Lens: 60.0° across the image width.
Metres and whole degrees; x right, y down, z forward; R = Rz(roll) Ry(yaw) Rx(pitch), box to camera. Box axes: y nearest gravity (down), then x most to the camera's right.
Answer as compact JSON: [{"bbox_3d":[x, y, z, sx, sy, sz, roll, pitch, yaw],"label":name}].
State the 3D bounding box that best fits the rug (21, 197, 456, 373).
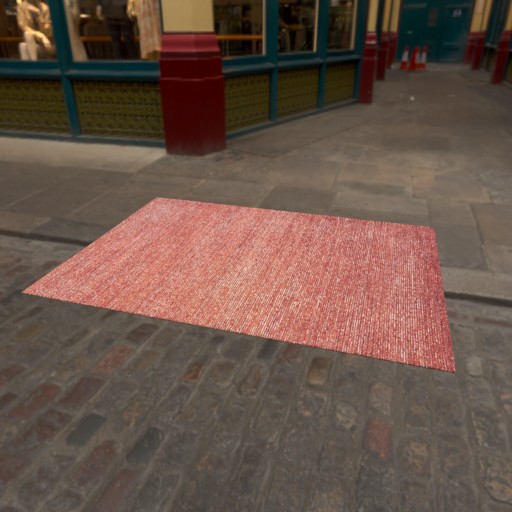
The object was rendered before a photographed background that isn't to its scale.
[{"bbox_3d":[0.000,0.000,5.020,3.965,0.025,2.803,8,29,15],"label":"rug"}]
